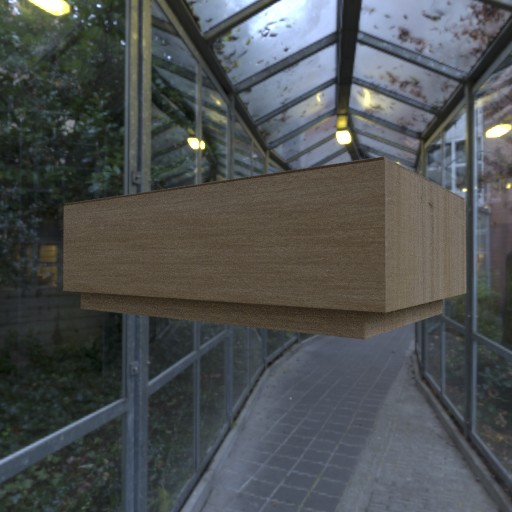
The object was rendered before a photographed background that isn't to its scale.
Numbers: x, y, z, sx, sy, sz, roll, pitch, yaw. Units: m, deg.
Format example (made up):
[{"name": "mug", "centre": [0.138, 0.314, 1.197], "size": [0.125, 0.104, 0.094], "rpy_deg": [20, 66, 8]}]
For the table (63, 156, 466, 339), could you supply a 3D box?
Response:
[{"name": "table", "centre": [0.000, 0.000, 1.428], "size": [1.110, 0.353, 0.678], "rpy_deg": [-1, -1, 37]}]
